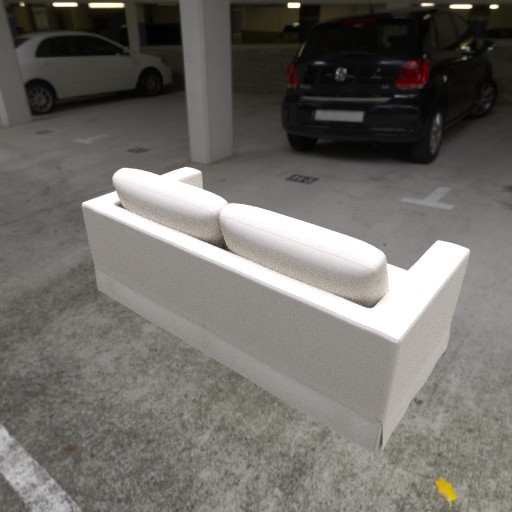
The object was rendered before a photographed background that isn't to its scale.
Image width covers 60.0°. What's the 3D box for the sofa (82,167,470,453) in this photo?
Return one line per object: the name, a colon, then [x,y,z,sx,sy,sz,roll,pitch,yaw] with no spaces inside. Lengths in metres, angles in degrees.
sofa: [0.000,0.000,2.675,2.163,0.881,0.954,22,36,33]
